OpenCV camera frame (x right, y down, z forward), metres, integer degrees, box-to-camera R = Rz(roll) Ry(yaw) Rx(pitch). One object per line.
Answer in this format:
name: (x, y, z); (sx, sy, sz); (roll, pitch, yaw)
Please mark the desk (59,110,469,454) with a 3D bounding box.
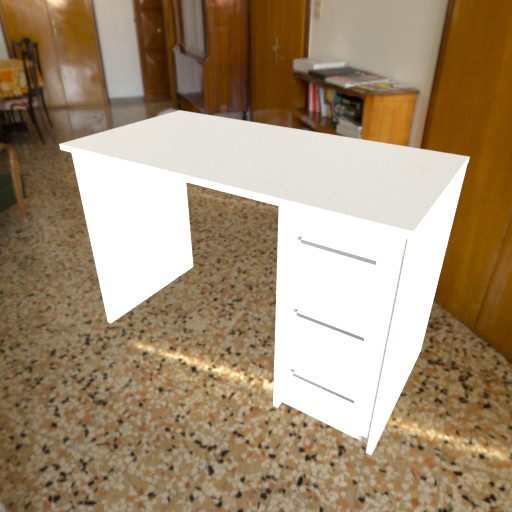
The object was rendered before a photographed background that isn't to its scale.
desk: (0.000, 0.000, 1.511); (1.097, 0.735, 0.560); (18, 35, 28)
